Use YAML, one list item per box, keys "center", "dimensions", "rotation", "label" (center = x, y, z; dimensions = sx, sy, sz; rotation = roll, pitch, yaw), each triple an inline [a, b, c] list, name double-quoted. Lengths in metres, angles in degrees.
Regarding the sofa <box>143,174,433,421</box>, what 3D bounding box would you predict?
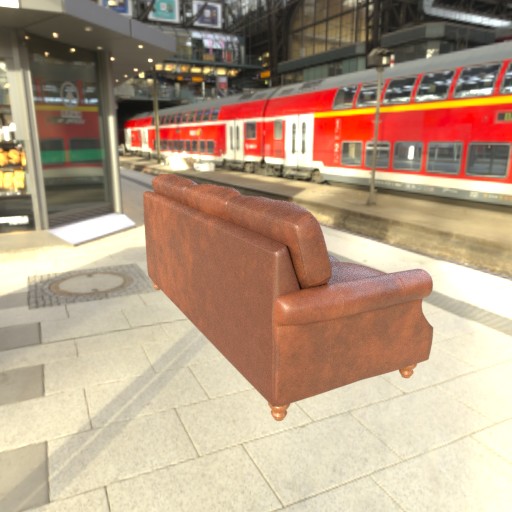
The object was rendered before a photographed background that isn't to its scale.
- center: [0.000, 0.000, 2.971]
  dimensions: [0.973, 0.977, 2.351]
  rotation: [-8, 17, -27]
  label: "sofa"
